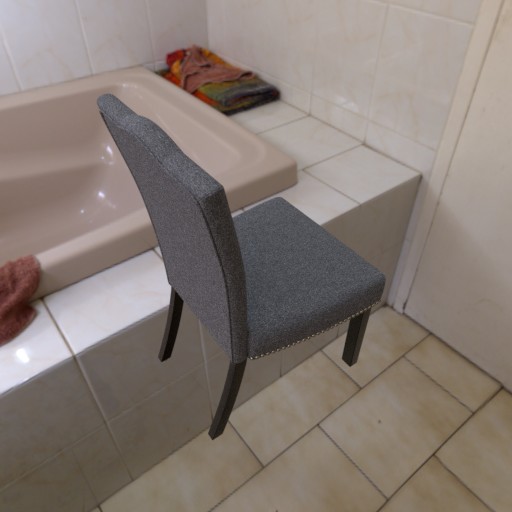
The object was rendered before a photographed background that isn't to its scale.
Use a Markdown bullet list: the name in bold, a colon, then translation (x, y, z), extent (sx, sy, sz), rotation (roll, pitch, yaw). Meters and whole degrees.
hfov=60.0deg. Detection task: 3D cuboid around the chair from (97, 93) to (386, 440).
- **chair**: translation (0.000, 0.000, 1.277), extent (0.589, 0.946, 0.518), rotation (-25, 48, -26)
